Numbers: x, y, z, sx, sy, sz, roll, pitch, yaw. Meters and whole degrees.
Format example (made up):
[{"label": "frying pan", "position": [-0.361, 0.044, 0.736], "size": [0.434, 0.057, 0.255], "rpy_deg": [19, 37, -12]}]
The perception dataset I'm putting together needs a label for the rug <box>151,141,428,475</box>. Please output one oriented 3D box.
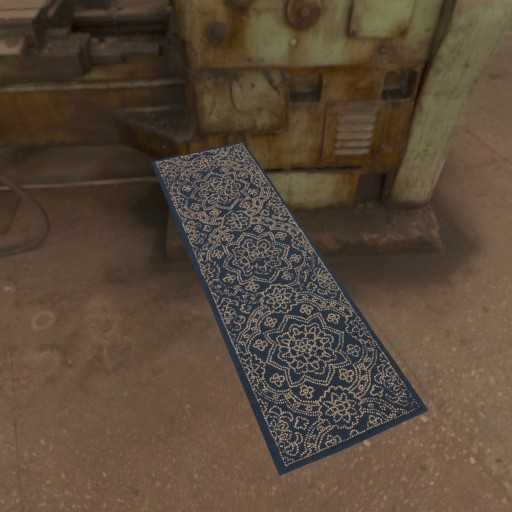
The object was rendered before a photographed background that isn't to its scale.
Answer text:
[{"label": "rug", "position": [0.000, 0.000, 2.746], "size": [0.769, 0.012, 2.448], "rpy_deg": [-16, 49, -15]}]
